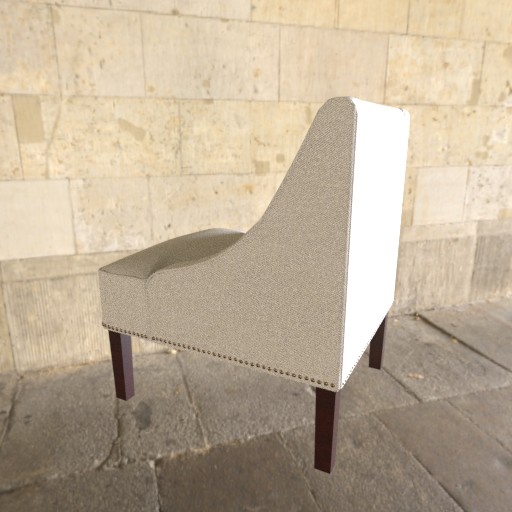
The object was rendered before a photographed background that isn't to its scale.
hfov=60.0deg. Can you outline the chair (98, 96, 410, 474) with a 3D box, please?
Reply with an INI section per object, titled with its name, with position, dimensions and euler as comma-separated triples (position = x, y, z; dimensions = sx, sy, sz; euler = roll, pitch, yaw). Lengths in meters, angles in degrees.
[chair]
position = 0.000, 0.000, 1.367
dimensions = 0.748, 0.872, 0.628
euler = 8, 18, 26
